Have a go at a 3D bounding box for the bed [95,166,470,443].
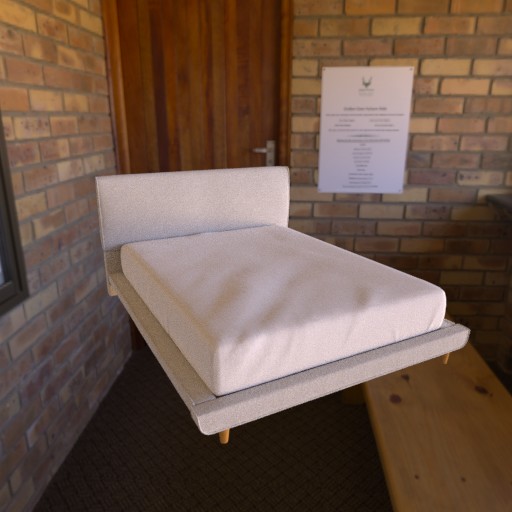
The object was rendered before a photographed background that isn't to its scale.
[{"bbox_3d":[0.000,0.000,3.517,1.980,1.126,2.498,-9,19,-27],"label":"bed"}]
